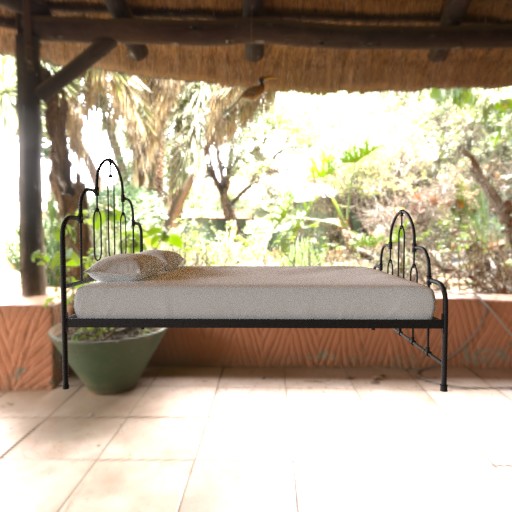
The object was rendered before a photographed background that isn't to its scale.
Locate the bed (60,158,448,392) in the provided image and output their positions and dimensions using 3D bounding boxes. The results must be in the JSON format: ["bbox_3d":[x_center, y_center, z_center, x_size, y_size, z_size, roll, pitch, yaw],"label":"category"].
[{"bbox_3d":[0.000,0.000,3.254,2.163,1.429,1.640,0,3,1],"label":"bed"}]
